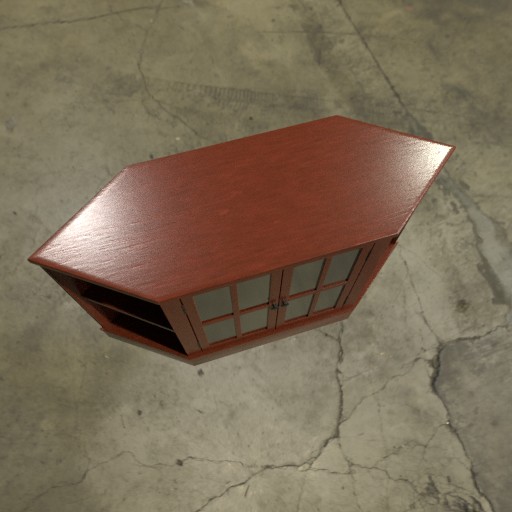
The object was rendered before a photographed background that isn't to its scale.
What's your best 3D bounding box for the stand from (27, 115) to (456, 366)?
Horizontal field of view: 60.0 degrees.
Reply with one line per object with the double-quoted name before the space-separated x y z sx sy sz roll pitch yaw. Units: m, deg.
"stand" 0.000 0.000 1.333 1.072 0.614 0.381 -16 65 -8
